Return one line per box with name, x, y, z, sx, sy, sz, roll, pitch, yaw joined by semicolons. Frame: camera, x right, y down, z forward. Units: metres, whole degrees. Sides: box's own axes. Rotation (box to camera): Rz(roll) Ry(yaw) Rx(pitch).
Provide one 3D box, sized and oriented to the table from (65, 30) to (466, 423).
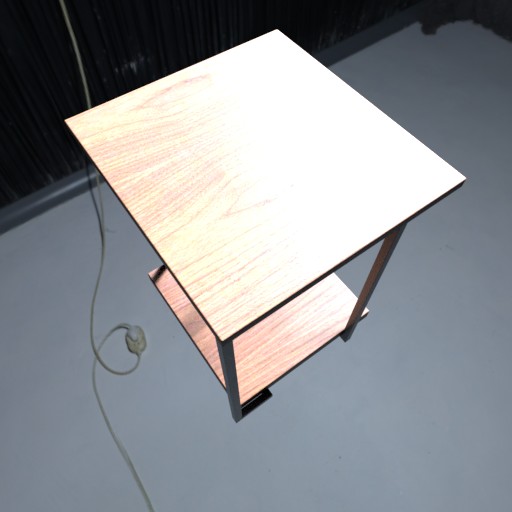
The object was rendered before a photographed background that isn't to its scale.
table;0.000;0.000;0.849;0.384;0.567;0.411;-32;64;-18
